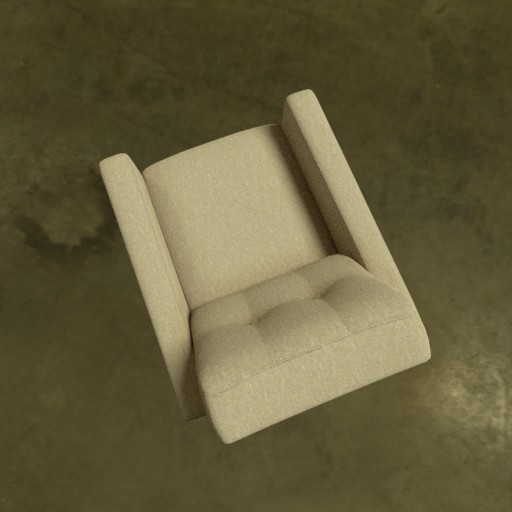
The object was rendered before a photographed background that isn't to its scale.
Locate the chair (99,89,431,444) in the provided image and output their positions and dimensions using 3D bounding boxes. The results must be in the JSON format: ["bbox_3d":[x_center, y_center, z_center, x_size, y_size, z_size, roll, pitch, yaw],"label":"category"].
[{"bbox_3d":[0.000,0.000,1.768,0.897,0.965,1.128,-21,76,-5],"label":"chair"}]
